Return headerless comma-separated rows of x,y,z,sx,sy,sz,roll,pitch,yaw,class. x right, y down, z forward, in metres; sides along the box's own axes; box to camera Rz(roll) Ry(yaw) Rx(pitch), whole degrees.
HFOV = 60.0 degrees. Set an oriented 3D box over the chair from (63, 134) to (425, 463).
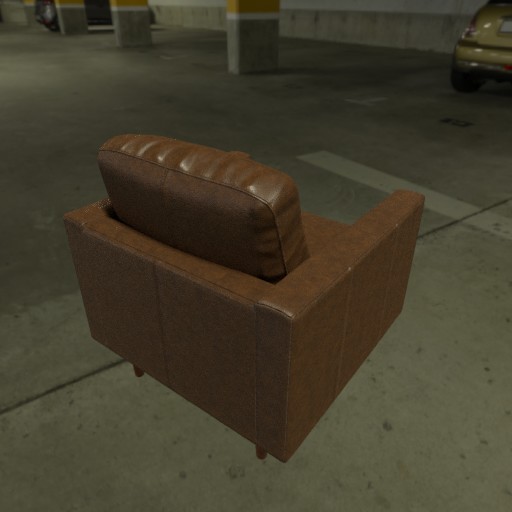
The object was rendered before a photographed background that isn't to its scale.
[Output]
0.000,0.000,1.616,0.890,0.956,0.909,21,36,31,chair
